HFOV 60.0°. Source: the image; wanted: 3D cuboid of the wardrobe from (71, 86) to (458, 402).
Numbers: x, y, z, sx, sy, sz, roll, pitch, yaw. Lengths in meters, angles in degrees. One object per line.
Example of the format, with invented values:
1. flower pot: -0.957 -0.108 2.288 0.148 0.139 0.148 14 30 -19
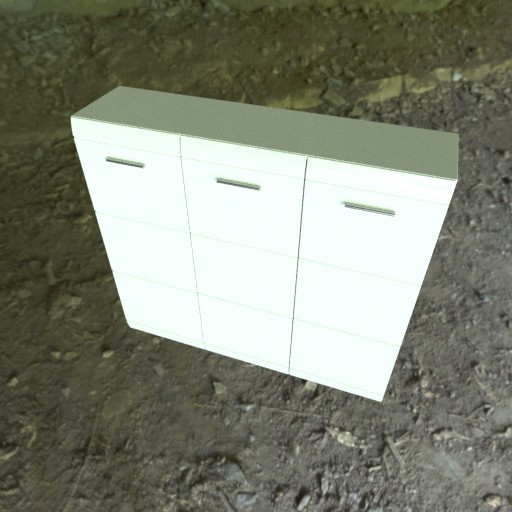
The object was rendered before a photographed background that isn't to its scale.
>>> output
1. wardrobe: 0.000 0.000 1.948 1.340 1.200 0.360 13 43 15
